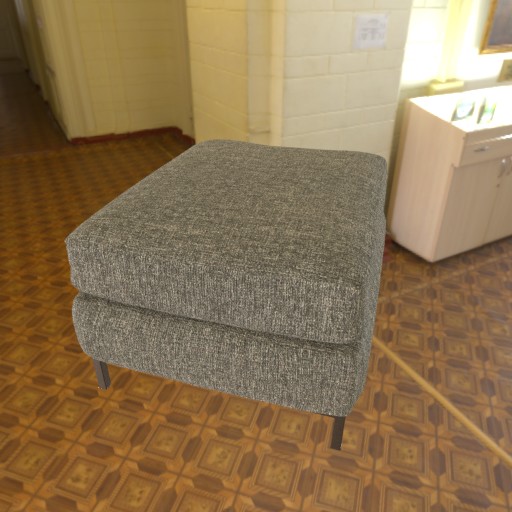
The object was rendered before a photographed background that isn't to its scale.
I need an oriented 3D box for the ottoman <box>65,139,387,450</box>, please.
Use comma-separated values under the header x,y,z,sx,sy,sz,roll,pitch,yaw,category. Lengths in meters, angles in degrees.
x,y,z,sx,sy,sz,roll,pitch,yaw,category
0.000,0.000,1.242,0.683,0.480,0.828,9,32,15,ottoman
